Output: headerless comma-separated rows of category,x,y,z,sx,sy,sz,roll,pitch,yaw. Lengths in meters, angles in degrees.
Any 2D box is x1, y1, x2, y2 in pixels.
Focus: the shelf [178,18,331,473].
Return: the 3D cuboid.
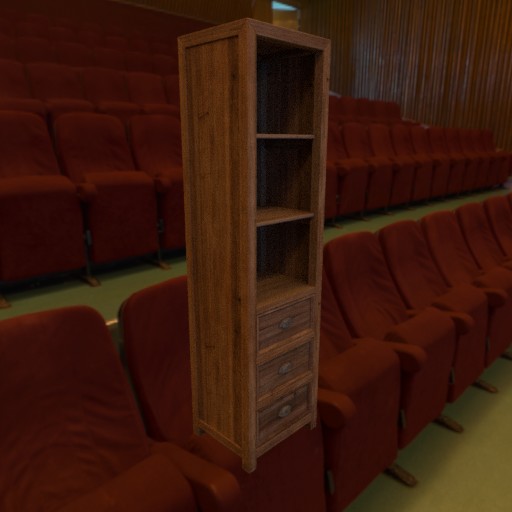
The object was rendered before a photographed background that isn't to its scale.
shelf,0.000,0.000,2.110,0.500,1.900,0.428,-14,20,-43
